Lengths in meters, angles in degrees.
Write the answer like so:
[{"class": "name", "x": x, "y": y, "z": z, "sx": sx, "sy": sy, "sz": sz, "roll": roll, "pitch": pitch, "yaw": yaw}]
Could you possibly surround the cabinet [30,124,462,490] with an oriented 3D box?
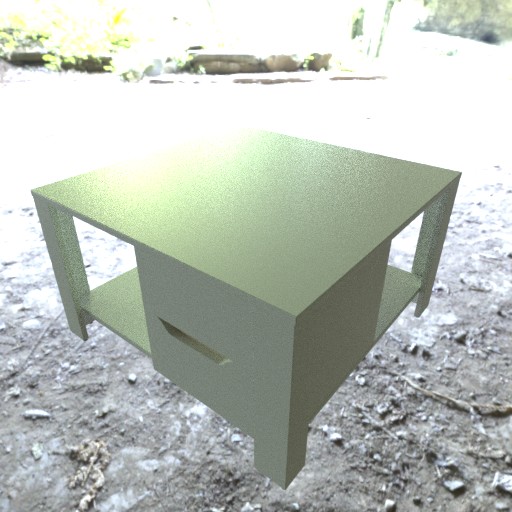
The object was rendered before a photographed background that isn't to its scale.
[{"class": "cabinet", "x": 0.000, "y": 0.000, "z": 1.272, "sx": 0.800, "sy": 0.460, "sz": 0.800, "roll": 22, "pitch": 38, "yaw": 32}]
